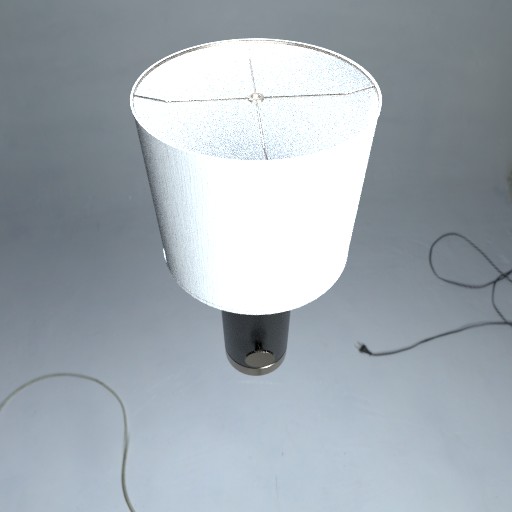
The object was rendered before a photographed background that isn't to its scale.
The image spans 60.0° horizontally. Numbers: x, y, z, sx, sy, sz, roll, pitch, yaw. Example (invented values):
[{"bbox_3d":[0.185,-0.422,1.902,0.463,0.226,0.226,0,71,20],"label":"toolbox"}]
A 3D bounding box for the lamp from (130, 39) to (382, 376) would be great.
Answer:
[{"bbox_3d":[0.000,0.000,0.609,0.241,0.482,0.240,-3,47,-3],"label":"lamp"}]
